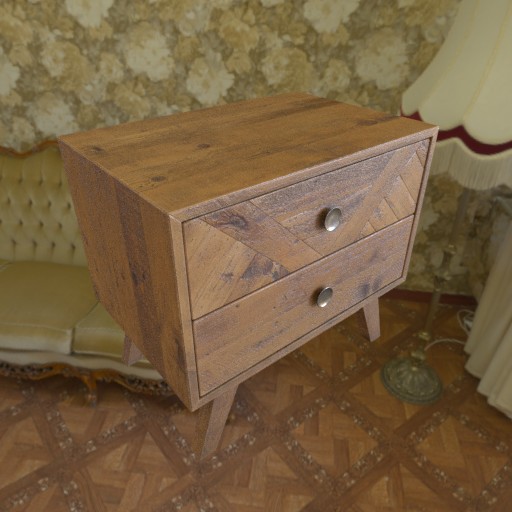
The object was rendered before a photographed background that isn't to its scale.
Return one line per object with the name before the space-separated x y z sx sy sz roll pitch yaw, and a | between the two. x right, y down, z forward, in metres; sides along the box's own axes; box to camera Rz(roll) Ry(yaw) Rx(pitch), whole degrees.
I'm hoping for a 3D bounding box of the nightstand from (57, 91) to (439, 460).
nightstand | 0.000 0.000 1.061 0.650 0.599 0.450 -23 39 -32
